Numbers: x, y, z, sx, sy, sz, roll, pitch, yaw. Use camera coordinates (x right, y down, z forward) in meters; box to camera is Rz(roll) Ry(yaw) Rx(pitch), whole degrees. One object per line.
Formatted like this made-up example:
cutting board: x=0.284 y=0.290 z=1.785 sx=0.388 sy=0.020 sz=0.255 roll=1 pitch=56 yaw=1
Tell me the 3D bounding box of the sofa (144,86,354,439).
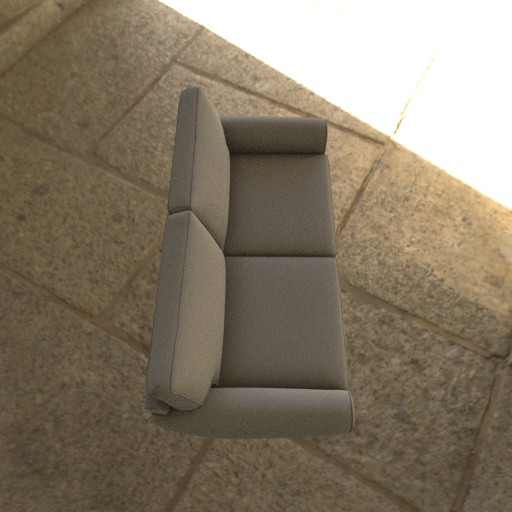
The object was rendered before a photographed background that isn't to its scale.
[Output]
sofa: x=0.000 y=0.000 z=2.502 sx=0.940 sy=0.952 sz=1.930 roll=0 pitch=62 yaw=0
